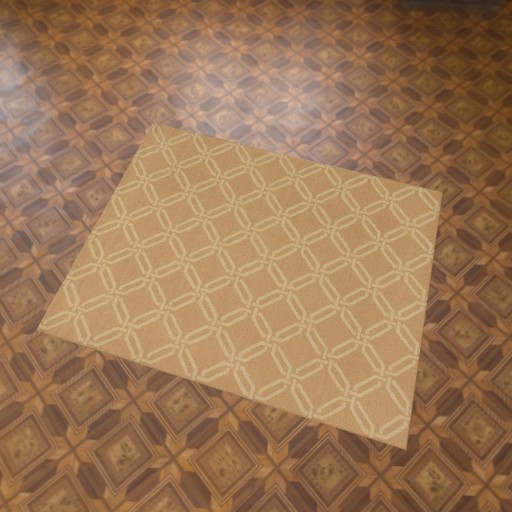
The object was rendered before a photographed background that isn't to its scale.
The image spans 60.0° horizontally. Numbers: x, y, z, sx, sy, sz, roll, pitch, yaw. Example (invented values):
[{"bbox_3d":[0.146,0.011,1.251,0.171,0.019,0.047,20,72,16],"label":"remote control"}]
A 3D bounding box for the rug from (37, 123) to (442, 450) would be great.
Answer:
[{"bbox_3d":[0.000,0.000,3.783,2.895,0.018,2.288,15,63,8],"label":"rug"}]
